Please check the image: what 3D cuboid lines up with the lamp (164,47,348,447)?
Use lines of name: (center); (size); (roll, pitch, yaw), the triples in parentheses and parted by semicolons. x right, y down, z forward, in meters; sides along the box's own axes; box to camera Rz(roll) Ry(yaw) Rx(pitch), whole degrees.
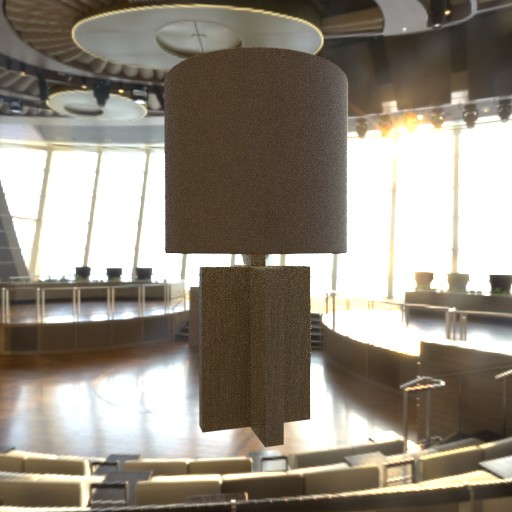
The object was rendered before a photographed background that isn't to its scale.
lamp: (0.000, 0.000, 0.566); (0.229, 0.428, 0.229); (0, 1, -17)
